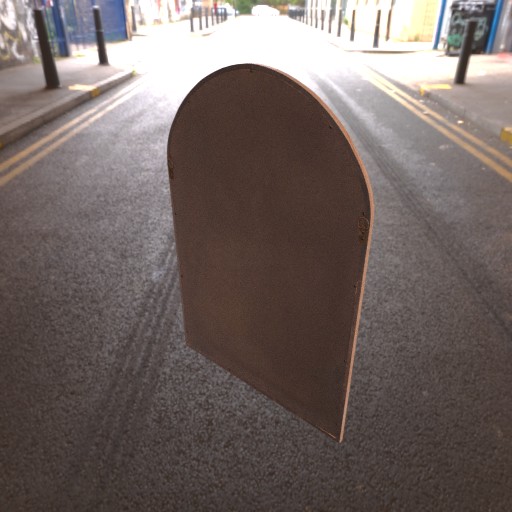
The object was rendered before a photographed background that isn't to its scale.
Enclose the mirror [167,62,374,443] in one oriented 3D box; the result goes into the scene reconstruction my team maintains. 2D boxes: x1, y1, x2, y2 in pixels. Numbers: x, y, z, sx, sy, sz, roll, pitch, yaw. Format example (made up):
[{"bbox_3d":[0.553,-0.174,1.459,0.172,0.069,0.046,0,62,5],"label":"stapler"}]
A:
[{"bbox_3d":[0.000,0.000,1.139,0.609,0.915,0.032,23,37,34],"label":"mirror"}]
